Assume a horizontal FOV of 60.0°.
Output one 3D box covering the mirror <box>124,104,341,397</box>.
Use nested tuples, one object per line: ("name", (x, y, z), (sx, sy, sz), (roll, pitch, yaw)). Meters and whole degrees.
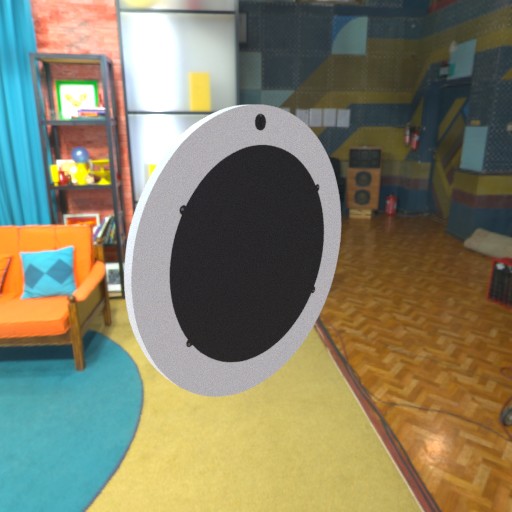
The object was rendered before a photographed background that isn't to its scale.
("mirror", (0.000, 0.000, 1.414), (0.038, 0.914, 0.914), (15, 22, 42))
